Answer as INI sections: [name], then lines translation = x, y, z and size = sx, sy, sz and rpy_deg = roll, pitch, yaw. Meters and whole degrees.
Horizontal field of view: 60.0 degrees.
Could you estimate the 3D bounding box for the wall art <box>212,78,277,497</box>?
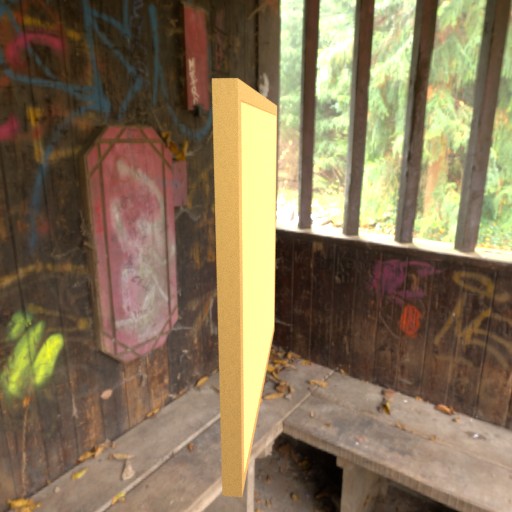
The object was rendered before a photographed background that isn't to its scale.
[wall art]
translation = 0.000, 0.000, 2.846
size = 0.099, 1.926, 1.926
rpy_deg = 2, 16, 7
